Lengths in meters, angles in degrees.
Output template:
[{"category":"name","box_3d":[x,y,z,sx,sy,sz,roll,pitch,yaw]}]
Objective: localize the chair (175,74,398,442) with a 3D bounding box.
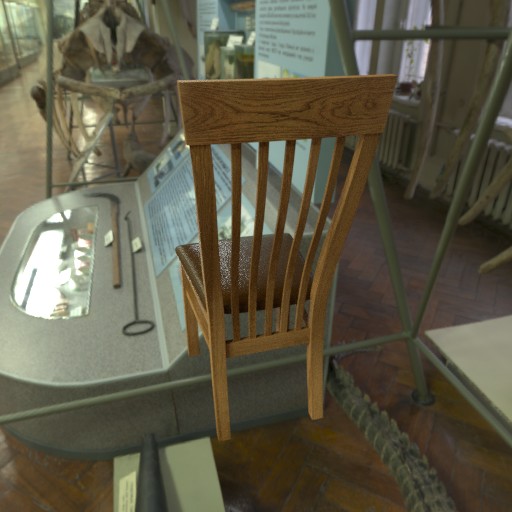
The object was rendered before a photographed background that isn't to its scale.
[{"category":"chair","box_3d":[0.000,0.000,1.334,0.450,1.050,0.580,-7,28,-14]}]
